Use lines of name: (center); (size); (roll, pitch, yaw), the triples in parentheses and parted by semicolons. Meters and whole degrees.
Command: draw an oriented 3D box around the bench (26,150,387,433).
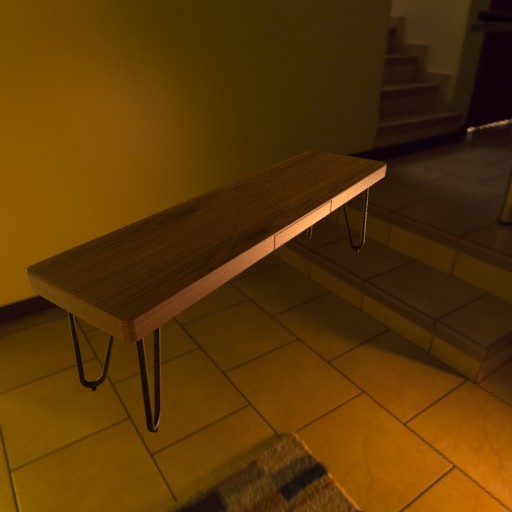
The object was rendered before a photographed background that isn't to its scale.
bench: (0.000, 0.000, 1.753); (0.425, 0.462, 1.570); (18, 33, 31)
